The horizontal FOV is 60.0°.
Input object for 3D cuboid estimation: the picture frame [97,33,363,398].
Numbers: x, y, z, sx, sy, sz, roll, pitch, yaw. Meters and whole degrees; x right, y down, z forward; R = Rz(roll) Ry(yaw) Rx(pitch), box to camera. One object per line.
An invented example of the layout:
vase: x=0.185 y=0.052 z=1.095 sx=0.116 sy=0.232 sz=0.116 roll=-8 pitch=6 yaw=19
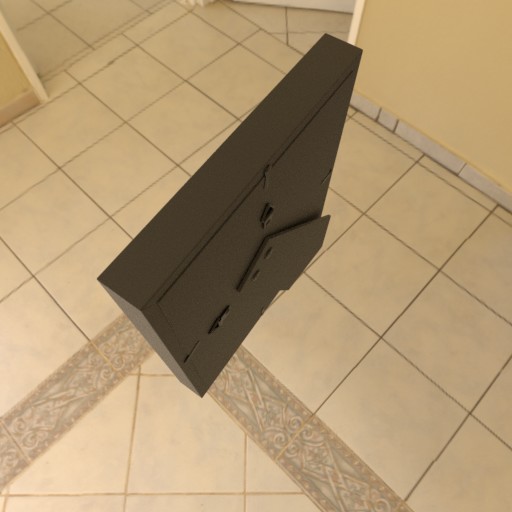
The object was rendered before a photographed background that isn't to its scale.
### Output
picture frame: x=0.000 y=0.000 z=0.395 sx=0.042 sy=0.284 sz=0.232 roll=32 pitch=68 yaw=15
